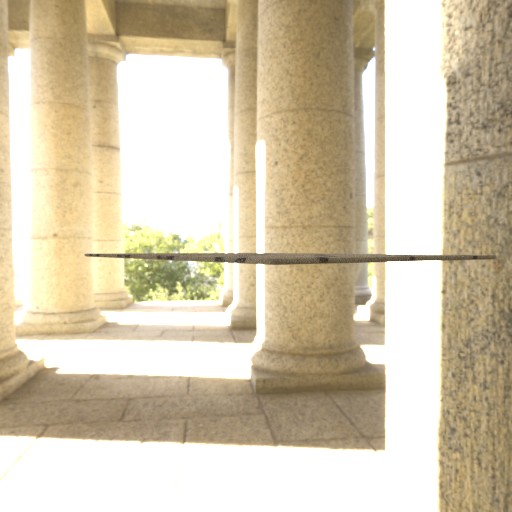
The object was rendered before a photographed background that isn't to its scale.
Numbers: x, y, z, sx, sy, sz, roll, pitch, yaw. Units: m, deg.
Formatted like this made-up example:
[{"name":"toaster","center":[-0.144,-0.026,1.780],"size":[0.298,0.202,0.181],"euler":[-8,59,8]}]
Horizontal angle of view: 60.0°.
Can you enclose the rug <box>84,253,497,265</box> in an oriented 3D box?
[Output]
[{"name":"rug","center":[0.000,0.000,3.350],"size":[1.801,0.026,2.701],"euler":[-1,1,-36]}]
